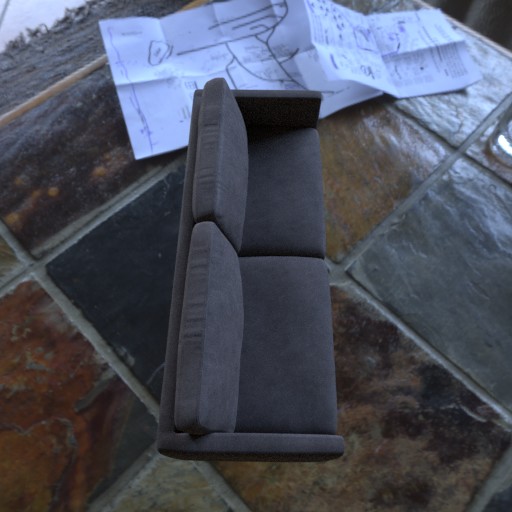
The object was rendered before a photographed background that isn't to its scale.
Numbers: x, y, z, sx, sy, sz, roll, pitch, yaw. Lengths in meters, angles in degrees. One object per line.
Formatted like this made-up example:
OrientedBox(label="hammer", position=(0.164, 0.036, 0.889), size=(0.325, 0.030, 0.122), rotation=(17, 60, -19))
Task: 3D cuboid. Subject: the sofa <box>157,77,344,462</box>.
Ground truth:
OrientedBox(label="sofa", position=(0.000, 0.000, 2.905), size=(0.951, 0.965, 2.434), rotation=(1, 63, 0))
